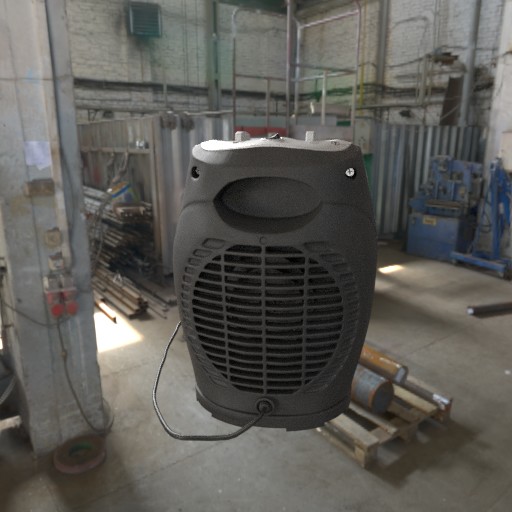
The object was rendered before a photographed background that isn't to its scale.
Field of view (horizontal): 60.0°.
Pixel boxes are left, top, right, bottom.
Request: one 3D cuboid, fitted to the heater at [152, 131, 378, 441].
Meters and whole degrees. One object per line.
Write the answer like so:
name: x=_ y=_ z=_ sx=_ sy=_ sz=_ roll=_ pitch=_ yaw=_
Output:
heater: x=0.000 y=0.000 z=0.475 sx=0.239 sy=0.255 sz=0.291 roll=2 pitch=15 yaw=7
